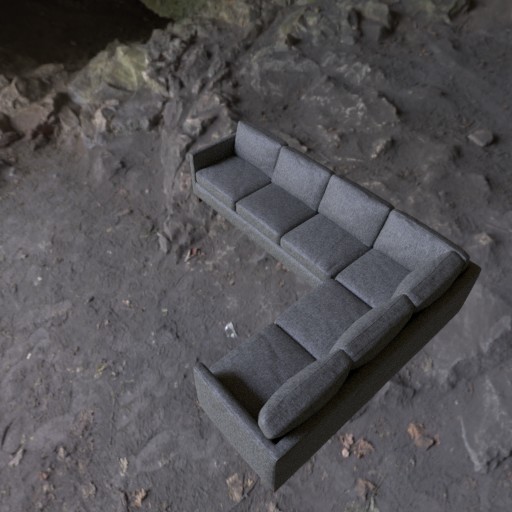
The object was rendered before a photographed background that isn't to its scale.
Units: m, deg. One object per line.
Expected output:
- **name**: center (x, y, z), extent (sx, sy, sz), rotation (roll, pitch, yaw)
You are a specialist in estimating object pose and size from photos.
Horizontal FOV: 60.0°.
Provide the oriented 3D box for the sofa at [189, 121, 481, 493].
- **sofa**: center (0.000, 0.000, 4.406), extent (2.593, 0.947, 3.302), rotation (-32, 54, -27)
